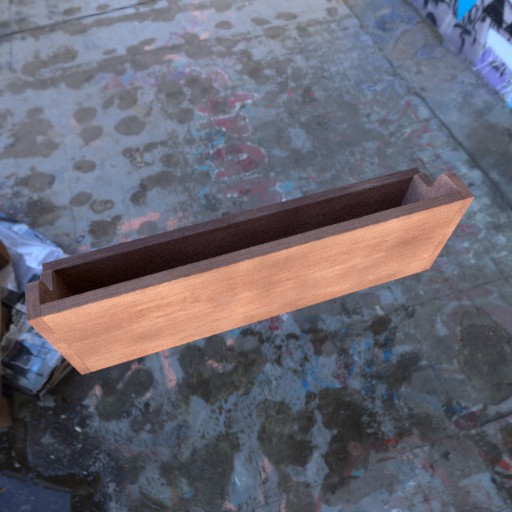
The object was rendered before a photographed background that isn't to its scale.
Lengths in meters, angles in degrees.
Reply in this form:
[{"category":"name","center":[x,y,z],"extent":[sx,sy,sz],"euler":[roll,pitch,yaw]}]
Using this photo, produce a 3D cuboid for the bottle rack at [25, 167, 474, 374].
[{"category":"bottle rack","center":[0.000,0.000,0.687],"extent":[0.608,0.196,0.126],"euler":[-16,58,-10]}]
